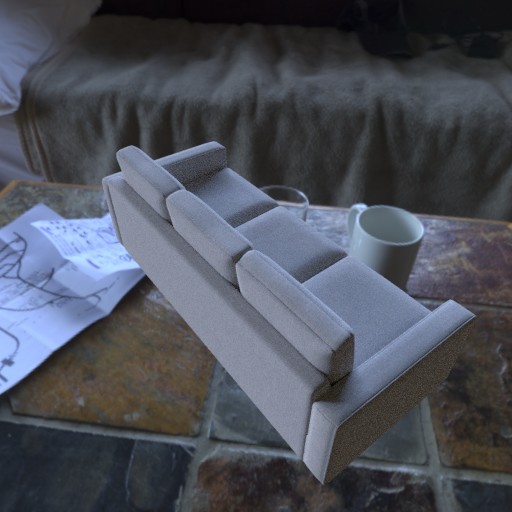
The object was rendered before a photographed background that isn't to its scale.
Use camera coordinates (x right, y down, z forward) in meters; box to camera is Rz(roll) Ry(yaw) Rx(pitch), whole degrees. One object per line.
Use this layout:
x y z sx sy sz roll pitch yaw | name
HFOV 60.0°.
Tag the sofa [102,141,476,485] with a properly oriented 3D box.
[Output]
0.000 0.000 2.495 0.900 0.800 2.120 -27 48 -27 | sofa
